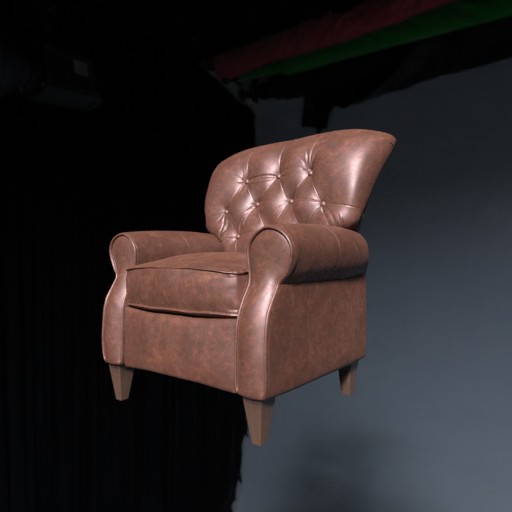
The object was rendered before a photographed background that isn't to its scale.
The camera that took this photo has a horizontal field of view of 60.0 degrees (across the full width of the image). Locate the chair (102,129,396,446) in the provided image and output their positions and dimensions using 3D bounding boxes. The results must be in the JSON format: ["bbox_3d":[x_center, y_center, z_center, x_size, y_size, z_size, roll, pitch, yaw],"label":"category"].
[{"bbox_3d":[0.000,0.000,1.932,0.979,1.162,1.031,0,0,38],"label":"chair"}]
